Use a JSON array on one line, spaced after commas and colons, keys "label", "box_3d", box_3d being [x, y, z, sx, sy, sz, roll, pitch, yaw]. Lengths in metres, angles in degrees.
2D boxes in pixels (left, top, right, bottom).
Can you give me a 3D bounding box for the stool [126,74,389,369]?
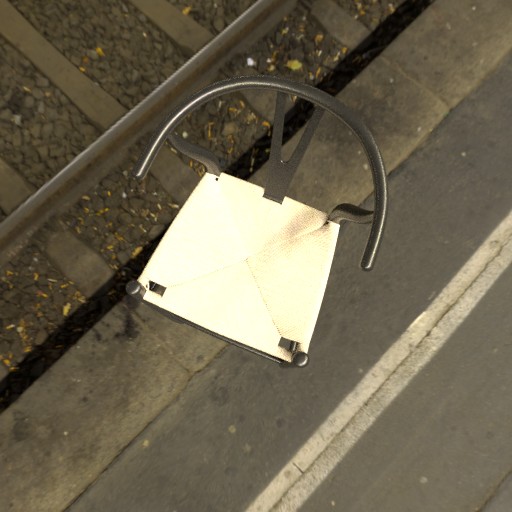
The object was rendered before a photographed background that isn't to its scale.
[{"label": "stool", "box_3d": [0.000, 0.000, 1.436, 0.569, 1.072, 0.579, 22, 77, 5]}]
